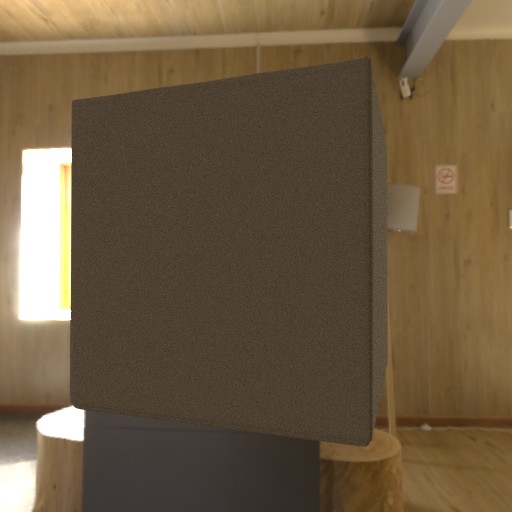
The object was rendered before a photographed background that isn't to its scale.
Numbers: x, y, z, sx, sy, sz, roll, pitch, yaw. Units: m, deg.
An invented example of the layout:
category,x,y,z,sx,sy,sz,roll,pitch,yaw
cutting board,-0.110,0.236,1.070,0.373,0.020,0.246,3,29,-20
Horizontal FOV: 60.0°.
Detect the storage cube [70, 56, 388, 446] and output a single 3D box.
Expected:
category,x,y,z,sx,sy,sz,roll,pitch,yaw
storage cube,0.000,0.000,0.482,0.270,0.280,0.270,0,-1,19
